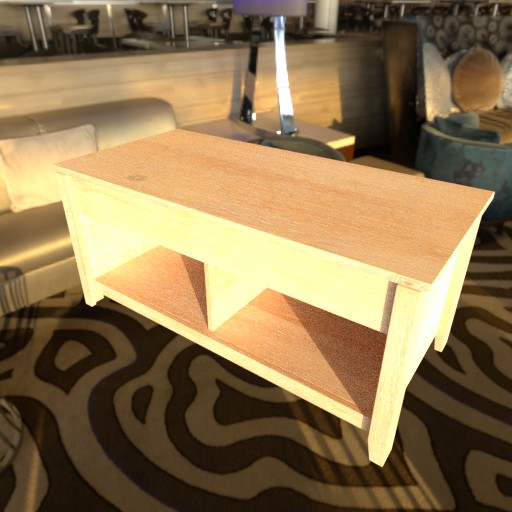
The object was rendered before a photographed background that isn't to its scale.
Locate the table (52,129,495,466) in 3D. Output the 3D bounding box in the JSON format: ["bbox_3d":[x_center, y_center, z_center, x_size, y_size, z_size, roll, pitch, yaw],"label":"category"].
[{"bbox_3d":[0.000,0.000,1.227,1.016,0.457,0.483,20,35,30],"label":"table"}]
